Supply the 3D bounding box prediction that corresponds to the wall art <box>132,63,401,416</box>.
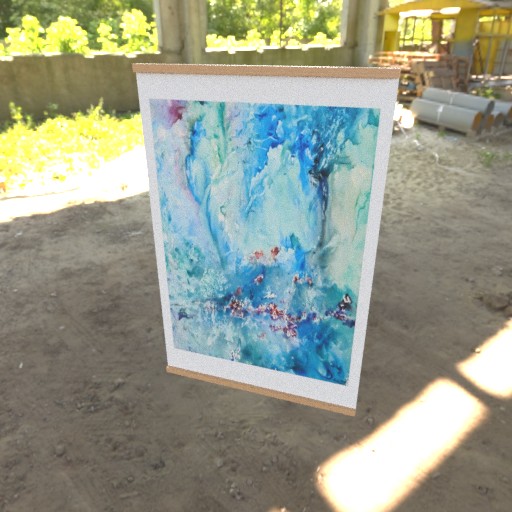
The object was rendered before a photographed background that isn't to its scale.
[{"bbox_3d":[0.000,0.000,1.292,0.669,1.020,0.027,8,27,16],"label":"wall art"}]
